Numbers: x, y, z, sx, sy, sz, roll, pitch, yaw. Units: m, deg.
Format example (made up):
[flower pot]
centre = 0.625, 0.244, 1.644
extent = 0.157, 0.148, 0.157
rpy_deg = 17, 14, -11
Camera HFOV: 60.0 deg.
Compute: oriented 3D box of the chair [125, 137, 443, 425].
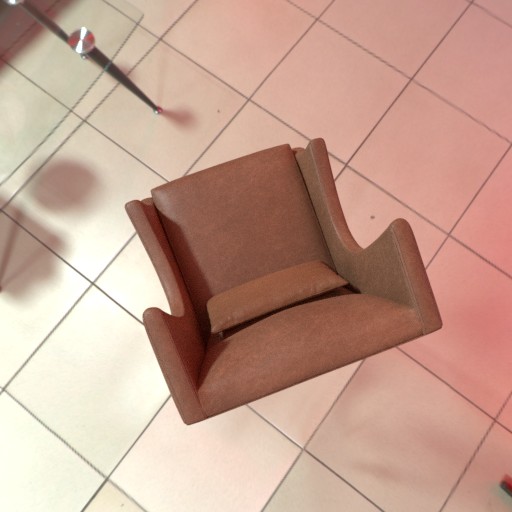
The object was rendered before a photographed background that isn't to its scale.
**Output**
[chair]
centre = 0.000, 0.000, 1.698
extent = 0.815, 1.088, 0.913
rpy_deg = -20, 78, -4
